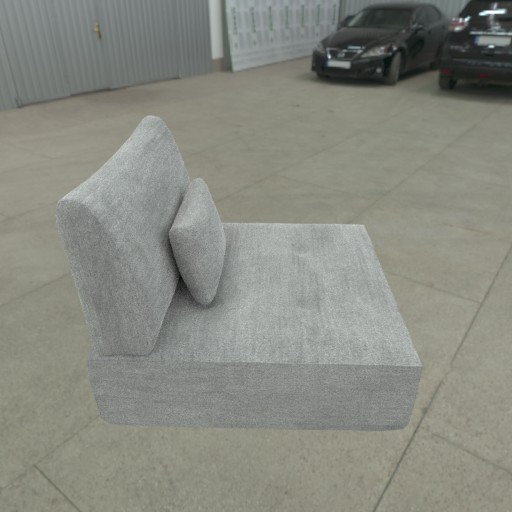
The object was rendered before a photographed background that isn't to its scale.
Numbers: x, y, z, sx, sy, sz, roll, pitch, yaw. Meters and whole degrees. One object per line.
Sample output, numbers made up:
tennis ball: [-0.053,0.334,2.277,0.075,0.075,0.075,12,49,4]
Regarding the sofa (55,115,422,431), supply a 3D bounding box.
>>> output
sofa: [0.000,0.000,1.647,1.000,0.820,0.930,1,30,1]
